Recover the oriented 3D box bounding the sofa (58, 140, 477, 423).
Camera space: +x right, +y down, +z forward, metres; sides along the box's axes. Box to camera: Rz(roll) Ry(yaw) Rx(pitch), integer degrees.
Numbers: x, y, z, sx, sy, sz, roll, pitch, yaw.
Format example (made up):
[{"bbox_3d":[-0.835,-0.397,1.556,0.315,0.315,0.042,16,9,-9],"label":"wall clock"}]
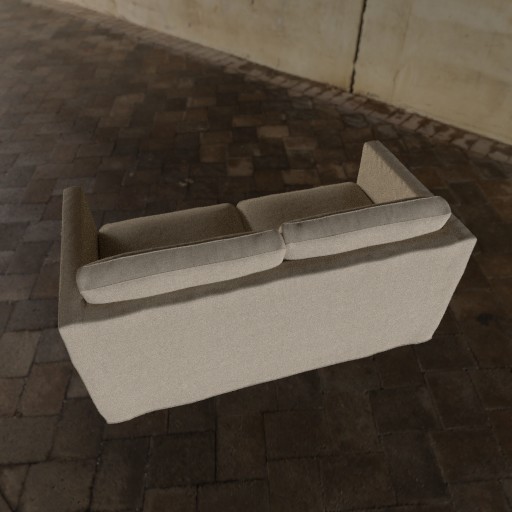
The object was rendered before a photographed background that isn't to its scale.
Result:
[{"bbox_3d":[0.000,0.000,2.255,1.766,0.828,0.956,-11,44,-12],"label":"sofa"}]
